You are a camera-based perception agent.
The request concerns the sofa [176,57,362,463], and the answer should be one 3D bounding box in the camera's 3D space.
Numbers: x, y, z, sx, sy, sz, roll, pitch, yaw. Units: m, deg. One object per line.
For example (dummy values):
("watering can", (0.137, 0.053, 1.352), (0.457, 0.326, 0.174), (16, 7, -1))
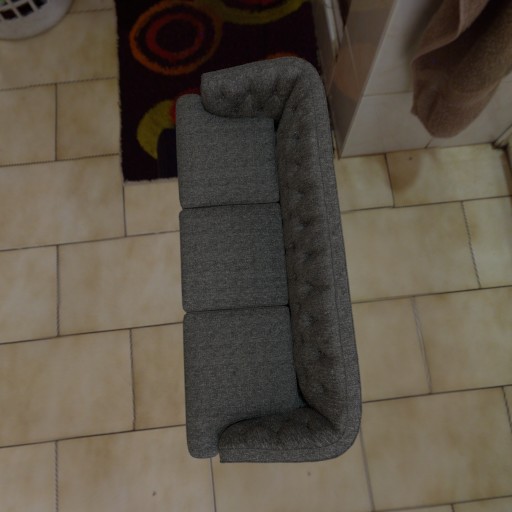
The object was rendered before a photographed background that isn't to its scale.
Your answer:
("sofa", (0.000, 0.000, 2.751), (0.941, 0.855, 2.278), (-4, 76, -1))
